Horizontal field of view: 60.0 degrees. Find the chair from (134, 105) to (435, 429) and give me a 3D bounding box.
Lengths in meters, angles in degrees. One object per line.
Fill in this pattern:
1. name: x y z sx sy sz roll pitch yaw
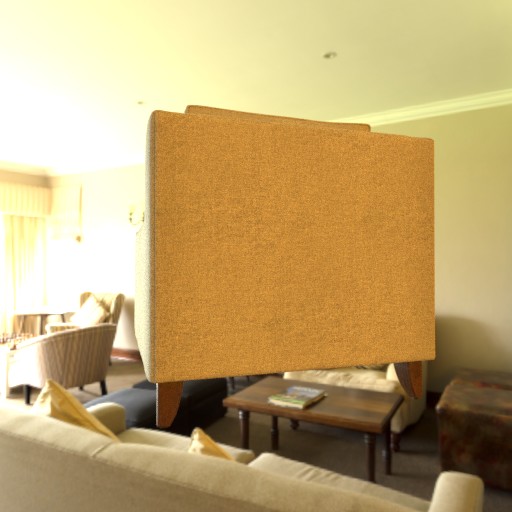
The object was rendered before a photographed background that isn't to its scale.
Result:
1. chair: 0.000 0.000 1.605 0.838 0.864 0.918 0 -1 -18
